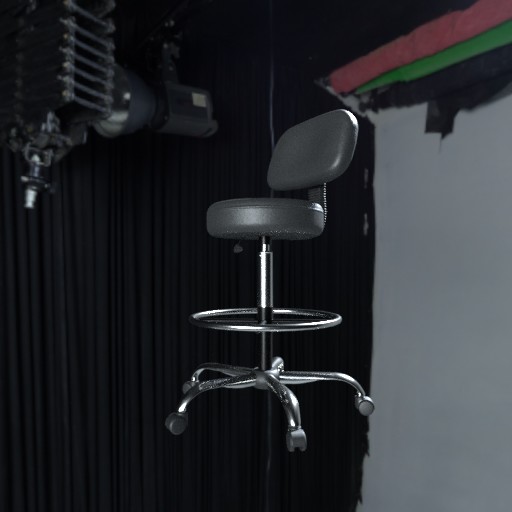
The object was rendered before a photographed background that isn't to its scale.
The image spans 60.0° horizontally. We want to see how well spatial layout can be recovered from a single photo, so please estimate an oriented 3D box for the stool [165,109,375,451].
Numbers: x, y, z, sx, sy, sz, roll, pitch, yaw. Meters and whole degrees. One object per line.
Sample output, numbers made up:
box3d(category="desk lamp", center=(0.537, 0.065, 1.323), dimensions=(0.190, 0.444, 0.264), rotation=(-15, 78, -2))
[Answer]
box3d(category="stool", center=(0.000, 0.000, 1.525), dimensions=(0.658, 1.069, 0.694), rotation=(1, -2, -36))
